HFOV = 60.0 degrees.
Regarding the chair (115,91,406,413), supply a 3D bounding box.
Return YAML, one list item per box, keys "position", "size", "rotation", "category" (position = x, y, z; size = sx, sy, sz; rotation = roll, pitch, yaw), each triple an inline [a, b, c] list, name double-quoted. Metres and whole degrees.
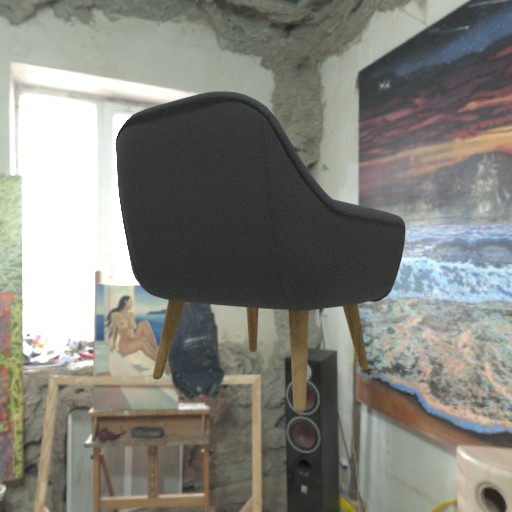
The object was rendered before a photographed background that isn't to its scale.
- position: [0.000, 0.000, 1.439]
  size: [0.770, 0.800, 0.779]
  rotation: [0, 0, 35]
  category: "chair"
